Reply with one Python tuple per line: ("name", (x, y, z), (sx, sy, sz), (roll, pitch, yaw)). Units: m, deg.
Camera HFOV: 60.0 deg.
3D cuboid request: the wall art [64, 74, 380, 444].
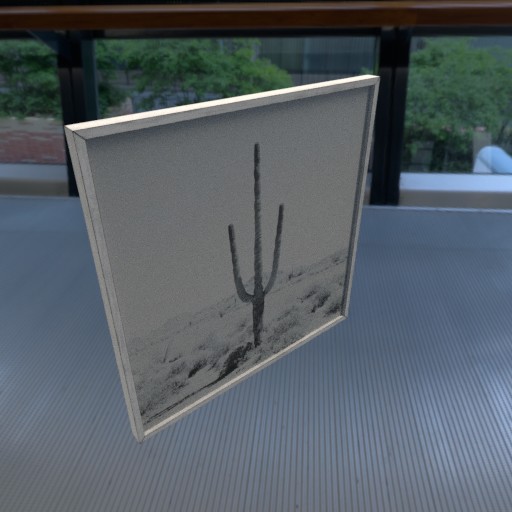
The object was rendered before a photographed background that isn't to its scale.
("wall art", (0.000, 0.000, 1.100), (0.762, 0.762, 0.038), (-23, 38, -33))
